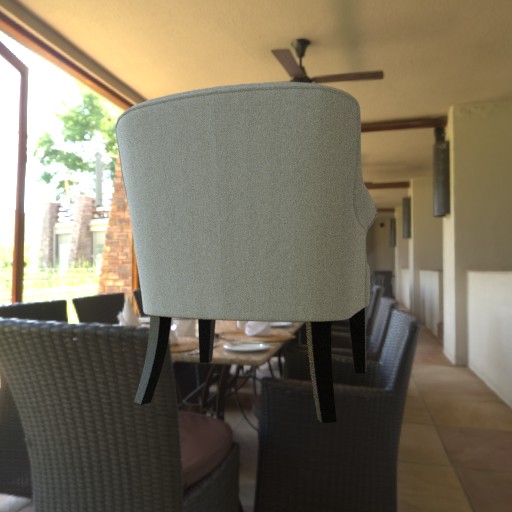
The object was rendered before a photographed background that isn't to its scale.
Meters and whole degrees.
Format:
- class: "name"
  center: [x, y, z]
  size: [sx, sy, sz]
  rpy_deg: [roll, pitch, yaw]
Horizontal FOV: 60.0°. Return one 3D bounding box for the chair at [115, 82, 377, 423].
- class: "chair"
  center: [0.000, 0.000, 1.491]
  size: [0.781, 0.875, 0.750]
  rpy_deg: [0, -2, 17]
